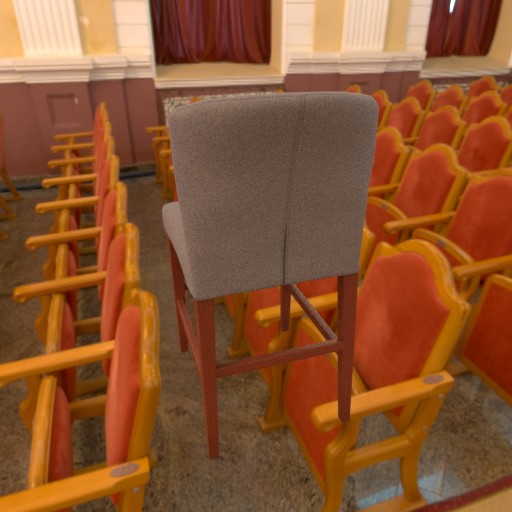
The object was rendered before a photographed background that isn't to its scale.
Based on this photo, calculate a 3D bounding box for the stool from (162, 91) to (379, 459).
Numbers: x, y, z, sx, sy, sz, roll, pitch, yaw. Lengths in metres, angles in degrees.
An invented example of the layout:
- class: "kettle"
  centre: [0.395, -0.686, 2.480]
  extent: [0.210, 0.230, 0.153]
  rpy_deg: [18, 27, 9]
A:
- class: "stool"
  centre: [0.000, 0.000, 1.302]
  extent: [0.481, 0.968, 0.568]
  rpy_deg: [-9, 28, -16]
